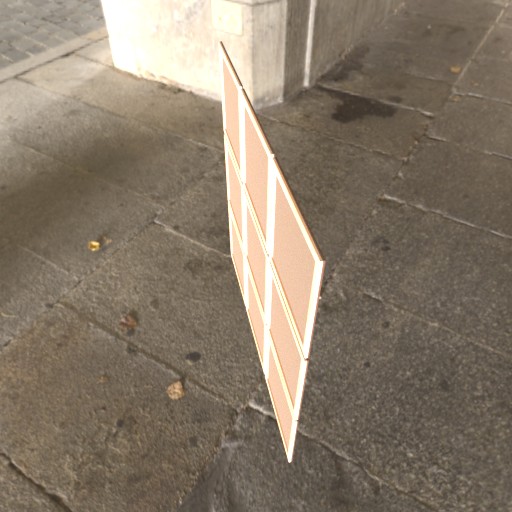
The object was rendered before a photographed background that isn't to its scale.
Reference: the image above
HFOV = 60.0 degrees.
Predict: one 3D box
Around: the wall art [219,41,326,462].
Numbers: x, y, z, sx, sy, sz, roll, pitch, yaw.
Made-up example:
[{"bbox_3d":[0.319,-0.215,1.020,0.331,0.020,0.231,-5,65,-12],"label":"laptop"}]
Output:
[{"bbox_3d":[0.000,0.000,1.787,0.013,1.218,1.216,-10,47,-9],"label":"wall art"}]
